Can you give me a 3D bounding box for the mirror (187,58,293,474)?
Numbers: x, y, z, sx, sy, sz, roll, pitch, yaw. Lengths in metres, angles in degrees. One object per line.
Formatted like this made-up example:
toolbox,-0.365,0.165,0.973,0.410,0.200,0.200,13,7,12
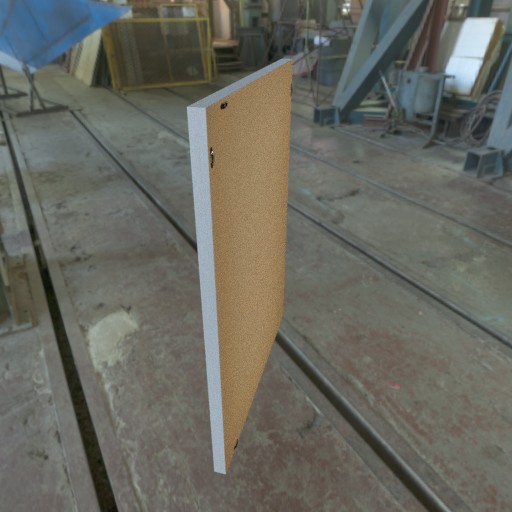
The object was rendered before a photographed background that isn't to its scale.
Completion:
mirror,0.000,0.000,1.337,0.040,1.016,0.762,8,31,13
